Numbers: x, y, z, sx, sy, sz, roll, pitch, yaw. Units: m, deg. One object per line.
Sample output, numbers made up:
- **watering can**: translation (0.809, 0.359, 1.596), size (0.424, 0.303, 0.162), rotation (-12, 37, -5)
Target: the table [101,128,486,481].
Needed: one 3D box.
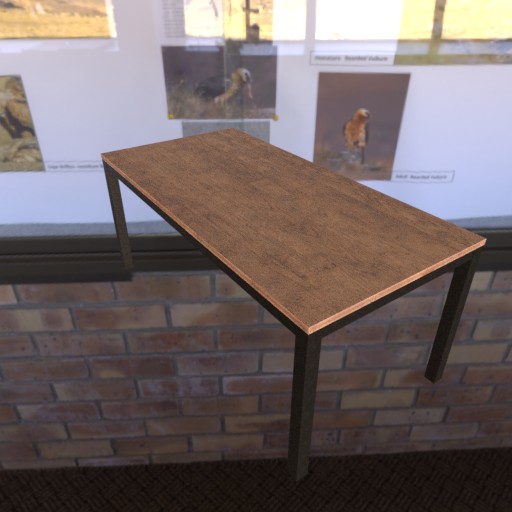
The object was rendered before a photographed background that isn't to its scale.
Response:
- **table**: translation (0.000, 0.000, 2.311), size (0.893, 0.767, 1.805), rotation (-20, 37, -29)
